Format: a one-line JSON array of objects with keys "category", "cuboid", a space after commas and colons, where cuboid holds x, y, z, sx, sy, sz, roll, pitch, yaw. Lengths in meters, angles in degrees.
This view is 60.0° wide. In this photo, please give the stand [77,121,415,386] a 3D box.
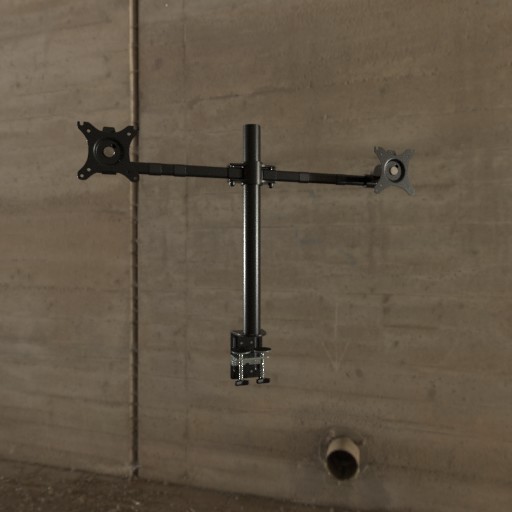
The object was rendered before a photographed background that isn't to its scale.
[{"category": "stand", "cuboid": [0.000, 0.000, 1.007, 0.743, 0.603, 0.150, 0, 1, -18]}]
